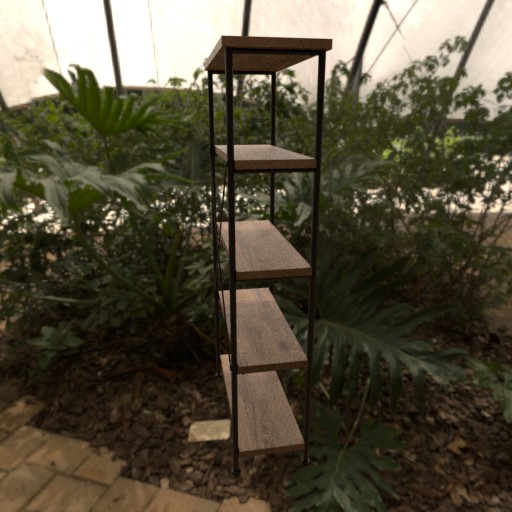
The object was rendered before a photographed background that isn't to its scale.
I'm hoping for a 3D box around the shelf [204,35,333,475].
[{"bbox_3d":[0.000,0.000,2.032,0.360,1.700,0.800,-3,18,-10],"label":"shelf"}]
